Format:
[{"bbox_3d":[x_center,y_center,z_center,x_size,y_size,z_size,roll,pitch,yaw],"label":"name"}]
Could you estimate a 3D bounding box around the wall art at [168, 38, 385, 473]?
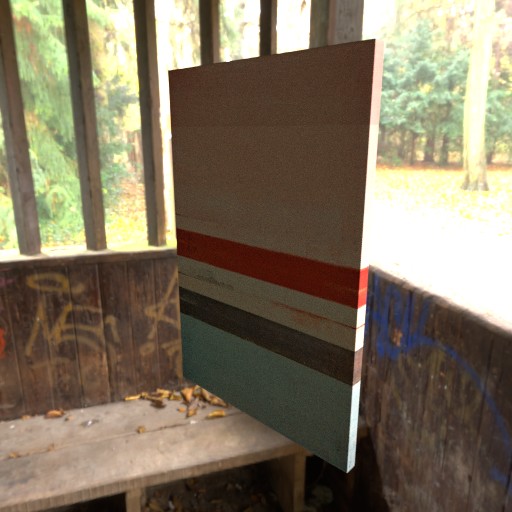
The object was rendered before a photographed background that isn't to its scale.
[{"bbox_3d":[0.000,0.000,1.112,0.610,0.914,0.038,14,21,41],"label":"wall art"}]
